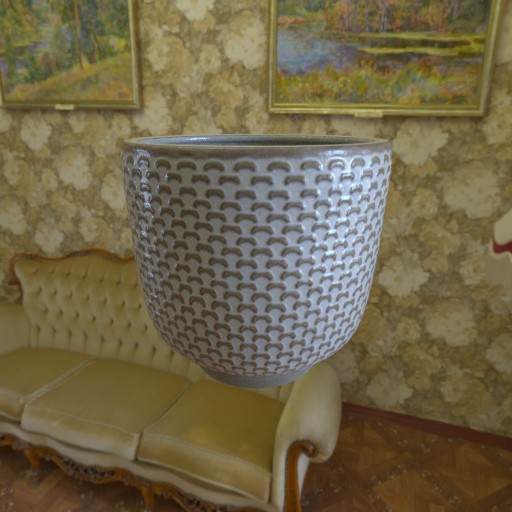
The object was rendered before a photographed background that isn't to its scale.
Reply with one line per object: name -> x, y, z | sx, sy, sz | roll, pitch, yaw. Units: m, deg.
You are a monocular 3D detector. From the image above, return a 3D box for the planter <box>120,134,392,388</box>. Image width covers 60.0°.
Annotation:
planter -> 0.000, 0.000, 0.253 | 0.139, 0.130, 0.139 | 0, 17, 0
